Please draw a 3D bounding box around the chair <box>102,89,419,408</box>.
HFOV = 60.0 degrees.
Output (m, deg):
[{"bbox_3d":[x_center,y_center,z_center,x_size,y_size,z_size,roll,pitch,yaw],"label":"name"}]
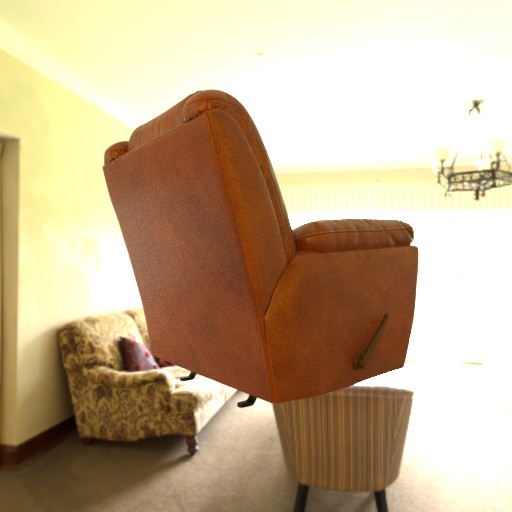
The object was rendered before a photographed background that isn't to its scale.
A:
[{"bbox_3d":[0.000,0.000,1.902,1.041,1.093,0.990,1,-1,-37],"label":"chair"}]
